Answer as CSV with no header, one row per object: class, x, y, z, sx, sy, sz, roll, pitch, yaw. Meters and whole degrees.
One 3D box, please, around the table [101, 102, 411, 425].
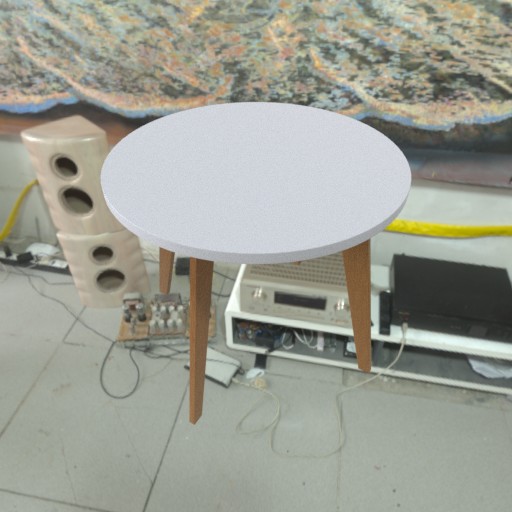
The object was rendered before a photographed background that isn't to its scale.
table,0.000,0.000,1.566,0.896,0.762,0.896,0,40,0
